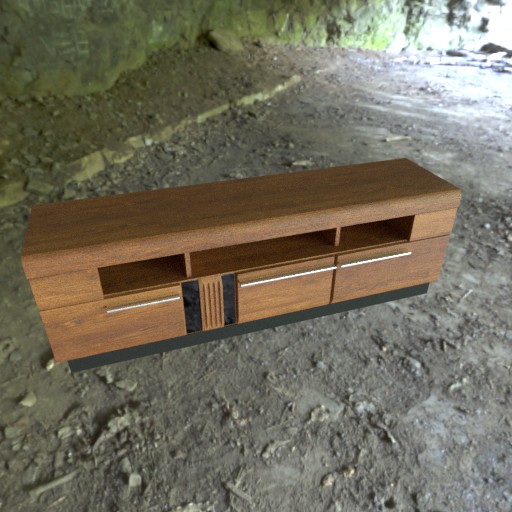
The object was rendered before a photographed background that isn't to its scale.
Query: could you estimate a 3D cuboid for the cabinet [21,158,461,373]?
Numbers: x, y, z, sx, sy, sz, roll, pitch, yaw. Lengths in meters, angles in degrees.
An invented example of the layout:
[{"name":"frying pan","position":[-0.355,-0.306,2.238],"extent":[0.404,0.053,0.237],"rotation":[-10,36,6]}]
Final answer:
[{"name":"cabinet","position":[0.000,0.000,1.815],"extent":[1.600,0.510,0.419],"rotation":[-10,34,-15]}]
